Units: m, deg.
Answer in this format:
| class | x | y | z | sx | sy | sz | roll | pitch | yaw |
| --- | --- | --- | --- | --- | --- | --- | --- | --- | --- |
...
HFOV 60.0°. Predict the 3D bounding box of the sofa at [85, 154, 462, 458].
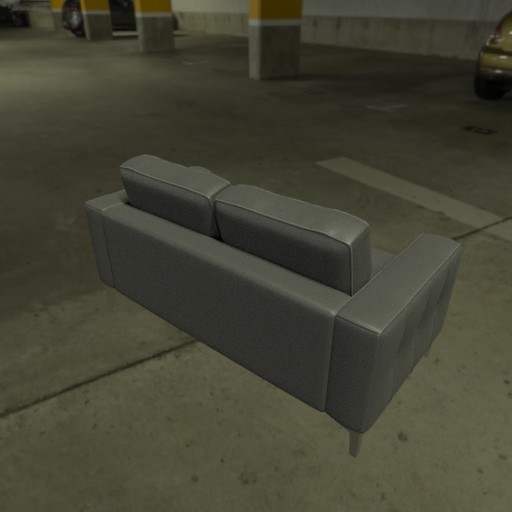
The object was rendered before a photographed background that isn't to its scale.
| class | x | y | z | sx | sy | sz | roll | pitch | yaw |
| --- | --- | --- | --- | --- | --- | --- | --- | --- | --- |
| sofa | 0.000 | 0.000 | 2.226 | 1.726 | 0.892 | 0.833 | 22 | 36 | 34 |
